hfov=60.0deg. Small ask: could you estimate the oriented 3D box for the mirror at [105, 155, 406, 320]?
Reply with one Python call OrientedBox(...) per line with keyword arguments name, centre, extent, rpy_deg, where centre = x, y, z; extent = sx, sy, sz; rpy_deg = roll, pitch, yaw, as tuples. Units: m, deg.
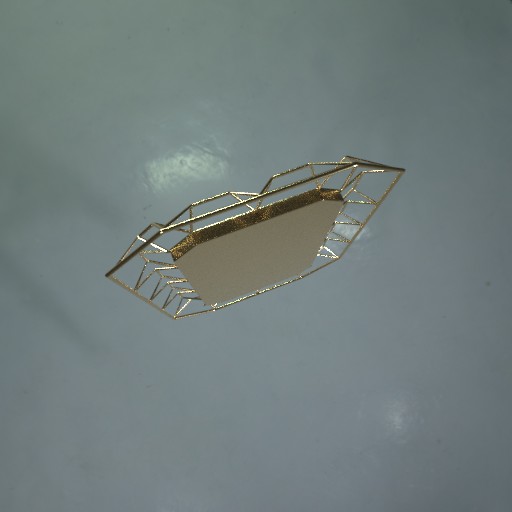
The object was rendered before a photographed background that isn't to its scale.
OrientedBox(name="mirror", centre=(0.000, 0.000, 1.104), extent=(0.572, 0.870, 0.051), rpy_deg=(-20, 76, -5))
